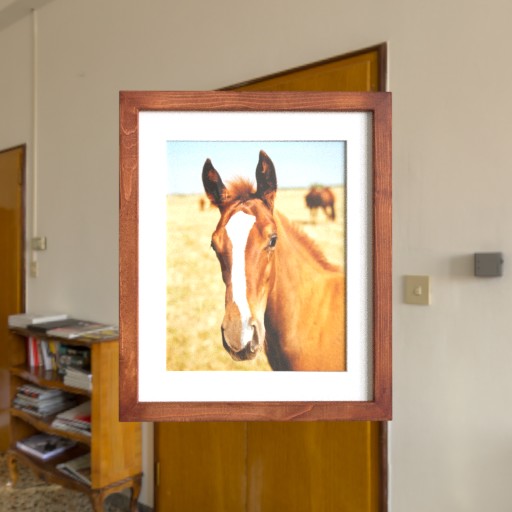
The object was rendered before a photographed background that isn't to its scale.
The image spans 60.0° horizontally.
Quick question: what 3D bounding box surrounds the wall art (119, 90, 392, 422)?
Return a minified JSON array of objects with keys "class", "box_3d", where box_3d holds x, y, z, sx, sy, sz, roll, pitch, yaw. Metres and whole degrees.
[{"class":"wall art","box_3d":[0.000,0.000,0.763,0.462,0.558,0.030,0,0,-1]}]
